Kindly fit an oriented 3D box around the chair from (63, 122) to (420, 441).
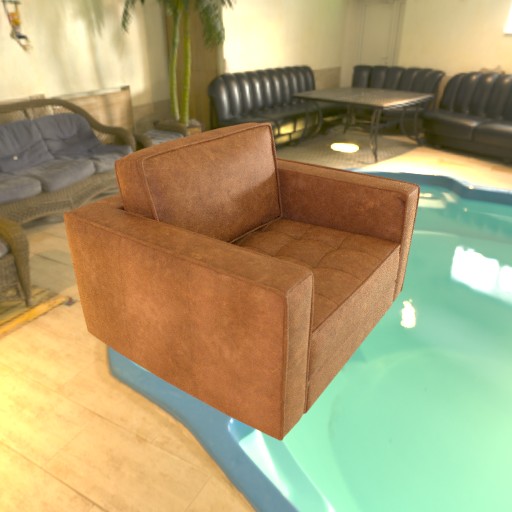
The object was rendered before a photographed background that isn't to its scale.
[{"bbox_3d":[0.000,0.000,1.505,0.798,0.767,0.928,18,32,31],"label":"chair"}]
